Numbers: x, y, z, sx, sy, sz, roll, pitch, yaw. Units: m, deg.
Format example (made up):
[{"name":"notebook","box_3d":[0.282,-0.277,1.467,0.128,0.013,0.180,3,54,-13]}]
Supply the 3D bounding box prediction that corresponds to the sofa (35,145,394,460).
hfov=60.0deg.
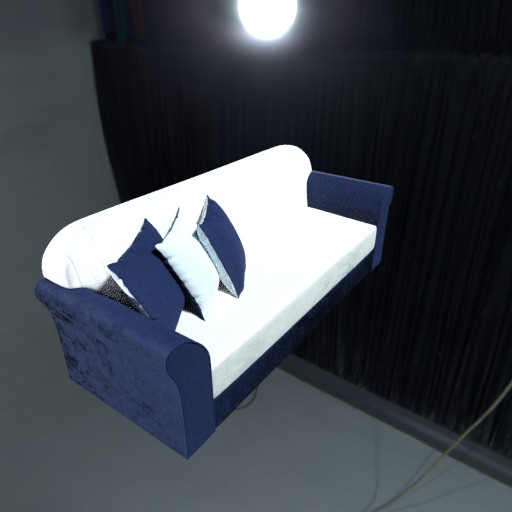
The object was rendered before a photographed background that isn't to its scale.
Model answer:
[{"name":"sofa","box_3d":[0.000,0.000,2.374,0.749,0.789,2.006,18,33,31]}]
